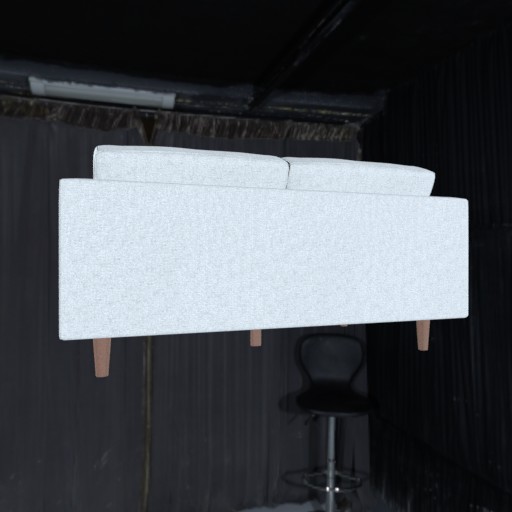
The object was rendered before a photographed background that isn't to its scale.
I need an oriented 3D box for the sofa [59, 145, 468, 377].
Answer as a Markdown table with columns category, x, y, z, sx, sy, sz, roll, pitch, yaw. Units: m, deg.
| category | x | y | z | sx | sy | sz | roll | pitch | yaw |
| --- | --- | --- | --- | --- | --- | --- | --- | --- | --- |
| sofa | 0.000 | 0.000 | 2.235 | 1.731 | 0.900 | 1.000 | 0 | 0 | -18 |
